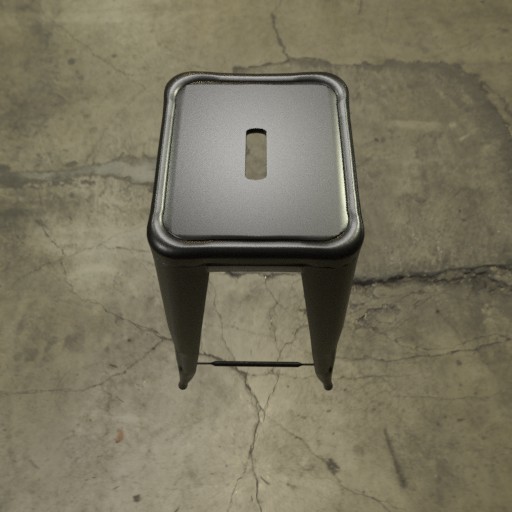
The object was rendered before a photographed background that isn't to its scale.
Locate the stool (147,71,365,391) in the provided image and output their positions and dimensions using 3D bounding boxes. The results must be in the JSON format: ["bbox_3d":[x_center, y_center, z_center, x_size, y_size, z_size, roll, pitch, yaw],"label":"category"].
[{"bbox_3d":[0.000,0.000,0.833,0.359,0.609,0.399,0,65,0],"label":"stool"}]
